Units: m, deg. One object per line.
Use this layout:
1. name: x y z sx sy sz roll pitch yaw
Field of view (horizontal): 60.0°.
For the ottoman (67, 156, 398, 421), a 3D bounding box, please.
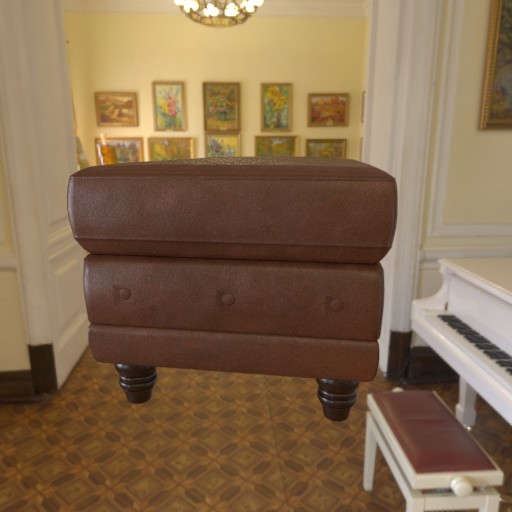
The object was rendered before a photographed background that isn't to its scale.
1. ottoman: 0.000 0.000 1.175 0.588 0.509 0.795 2 14 8
